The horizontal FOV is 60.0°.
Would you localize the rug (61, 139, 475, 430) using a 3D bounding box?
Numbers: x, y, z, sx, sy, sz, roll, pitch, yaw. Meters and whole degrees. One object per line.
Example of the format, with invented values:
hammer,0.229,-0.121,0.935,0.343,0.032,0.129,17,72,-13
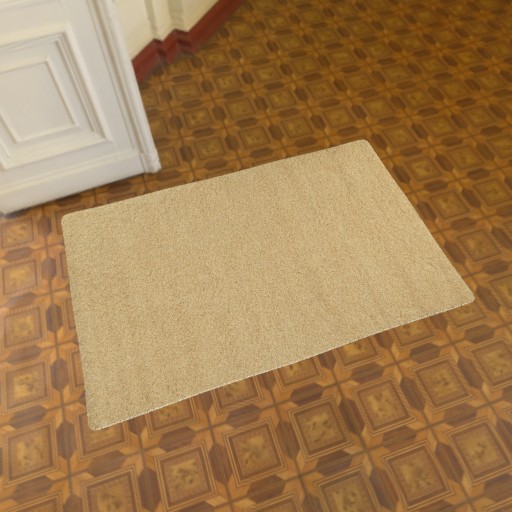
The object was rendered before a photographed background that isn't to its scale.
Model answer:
rug,0.000,0.000,2.901,2.349,0.026,1.500,-16,59,-10
